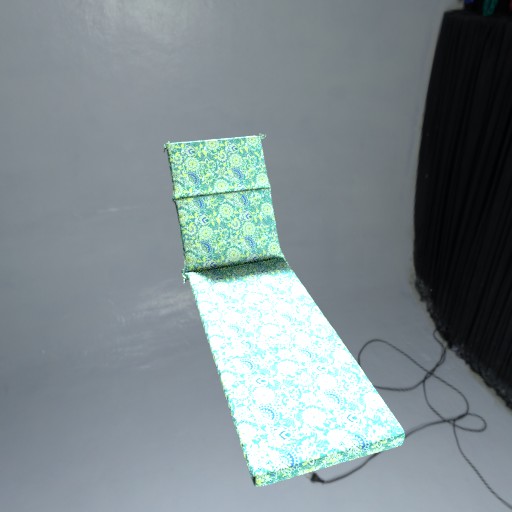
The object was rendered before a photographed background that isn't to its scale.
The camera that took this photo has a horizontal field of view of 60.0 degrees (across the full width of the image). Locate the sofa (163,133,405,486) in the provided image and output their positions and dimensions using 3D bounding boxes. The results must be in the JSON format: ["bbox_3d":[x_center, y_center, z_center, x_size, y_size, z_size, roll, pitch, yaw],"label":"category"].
[{"bbox_3d":[0.000,0.000,1.919,0.582,0.622,1.663,-9,32,-15],"label":"sofa"}]
